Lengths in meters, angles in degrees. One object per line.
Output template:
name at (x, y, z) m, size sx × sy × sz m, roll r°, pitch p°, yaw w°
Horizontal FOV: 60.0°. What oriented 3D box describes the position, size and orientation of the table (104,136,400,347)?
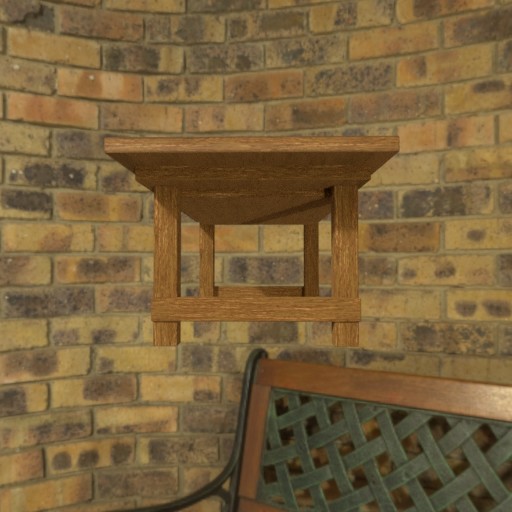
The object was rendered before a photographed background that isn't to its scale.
table at (0.000, 0.000, 2.477) m, size 1.000 × 0.762 × 1.982 m, roll 0°, pitch -1°, yaw 1°
